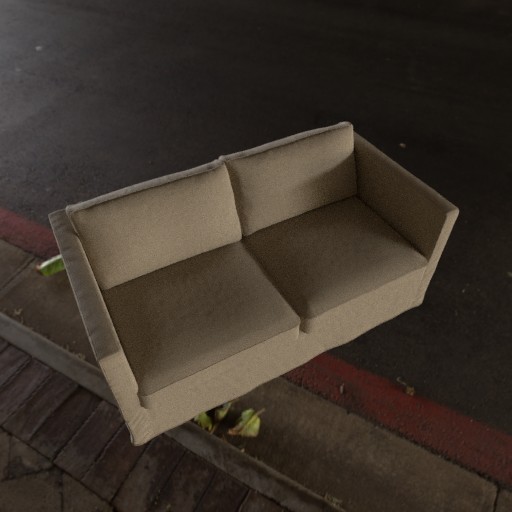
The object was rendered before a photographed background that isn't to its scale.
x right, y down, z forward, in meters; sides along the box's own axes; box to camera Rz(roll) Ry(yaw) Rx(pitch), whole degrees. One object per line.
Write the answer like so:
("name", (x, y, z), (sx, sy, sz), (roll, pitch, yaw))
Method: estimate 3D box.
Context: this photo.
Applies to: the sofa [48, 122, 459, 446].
("sofa", (0.000, 0.000, 2.291), (1.766, 0.828, 0.956), (-21, 49, -20))
